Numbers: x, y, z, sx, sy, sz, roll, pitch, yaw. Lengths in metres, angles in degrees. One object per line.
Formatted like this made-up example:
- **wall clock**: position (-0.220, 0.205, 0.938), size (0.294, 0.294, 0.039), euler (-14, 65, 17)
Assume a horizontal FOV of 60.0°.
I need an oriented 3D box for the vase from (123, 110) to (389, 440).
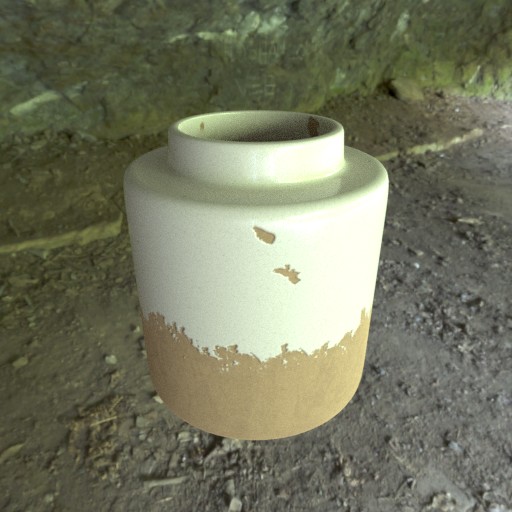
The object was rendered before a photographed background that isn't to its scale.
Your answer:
- **vase**: position (0.000, 0.000, 0.287), size (0.153, 0.167, 0.153), euler (0, 27, 0)
